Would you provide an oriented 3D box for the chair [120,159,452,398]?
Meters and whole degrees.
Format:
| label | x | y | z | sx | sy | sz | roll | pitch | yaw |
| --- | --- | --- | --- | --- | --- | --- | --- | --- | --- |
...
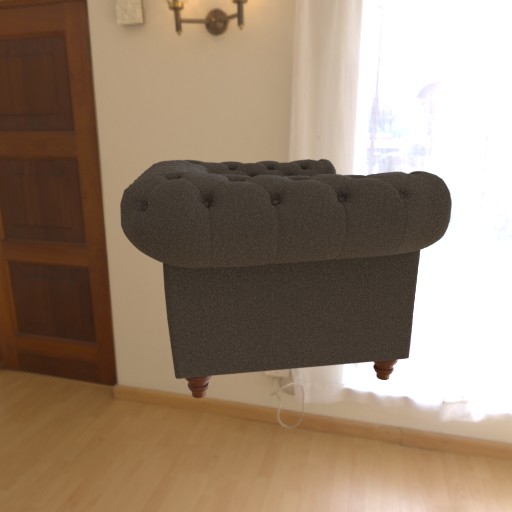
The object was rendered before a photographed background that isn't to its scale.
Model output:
| label | x | y | z | sx | sy | sz | roll | pitch | yaw |
| --- | --- | --- | --- | --- | --- | --- | --- | --- | --- |
| chair | 0.000 | 0.000 | 1.882 | 0.976 | 0.770 | 1.270 | -2 | 15 | -10 |
